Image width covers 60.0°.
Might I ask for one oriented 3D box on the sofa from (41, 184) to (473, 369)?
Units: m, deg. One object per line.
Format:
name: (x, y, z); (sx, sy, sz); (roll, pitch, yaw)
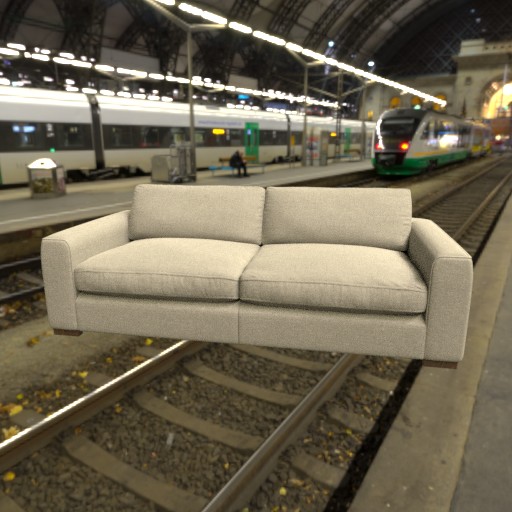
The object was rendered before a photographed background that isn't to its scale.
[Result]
sofa: (0.000, 0.000, 2.746); (2.262, 0.801, 1.070); (3, 15, 10)
